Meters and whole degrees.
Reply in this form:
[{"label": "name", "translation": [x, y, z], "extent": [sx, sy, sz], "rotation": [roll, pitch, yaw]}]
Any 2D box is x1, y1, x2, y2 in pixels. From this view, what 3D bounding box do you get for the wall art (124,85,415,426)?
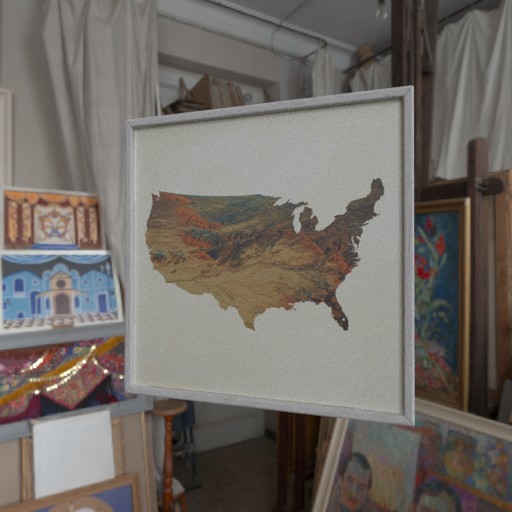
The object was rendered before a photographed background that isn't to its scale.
[{"label": "wall art", "translation": [0.000, 0.000, 1.917], "extent": [1.287, 1.288, 0.078], "rotation": [0, 0, 19]}]
